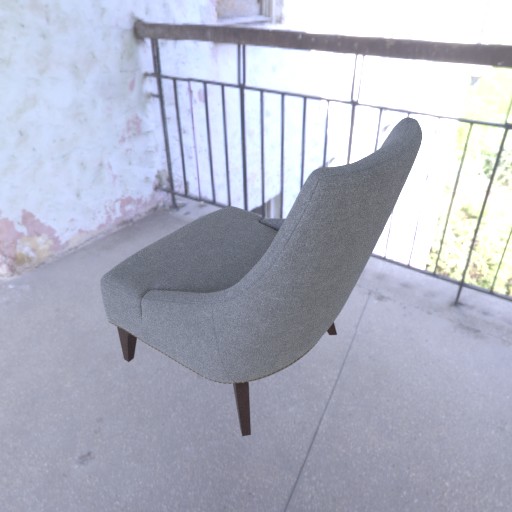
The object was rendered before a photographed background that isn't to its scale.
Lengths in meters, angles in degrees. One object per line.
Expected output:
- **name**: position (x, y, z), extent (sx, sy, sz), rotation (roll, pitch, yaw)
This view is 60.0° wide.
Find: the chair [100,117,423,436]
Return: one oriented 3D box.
- **chair**: position (0.000, 0.000, 1.468), extent (0.861, 0.909, 0.701), rotation (21, 38, 30)
